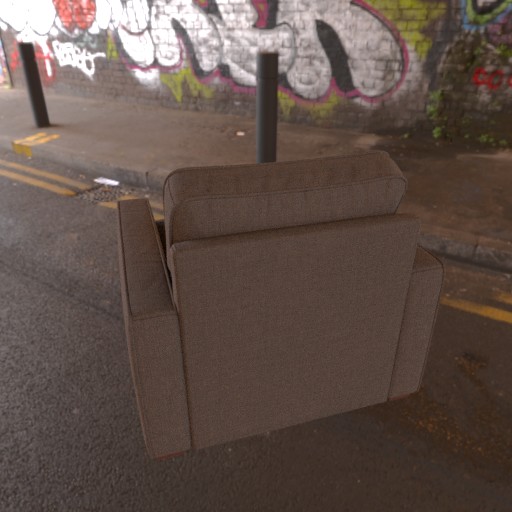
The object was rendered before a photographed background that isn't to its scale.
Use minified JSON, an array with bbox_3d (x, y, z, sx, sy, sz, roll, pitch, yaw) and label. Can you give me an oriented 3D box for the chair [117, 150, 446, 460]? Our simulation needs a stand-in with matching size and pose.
[{"bbox_3d":[0.000,0.000,1.712,1.017,0.919,0.940,-8,29,-15],"label":"chair"}]
